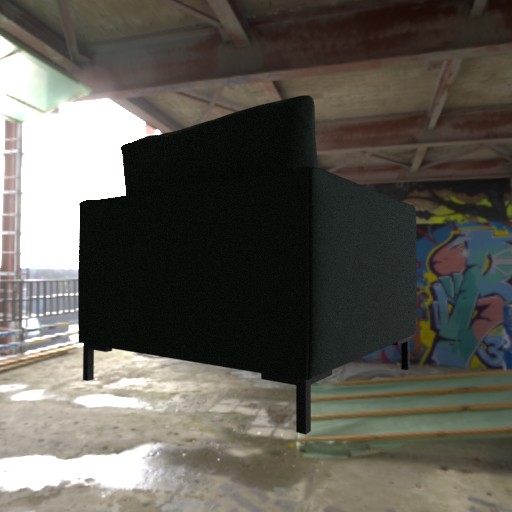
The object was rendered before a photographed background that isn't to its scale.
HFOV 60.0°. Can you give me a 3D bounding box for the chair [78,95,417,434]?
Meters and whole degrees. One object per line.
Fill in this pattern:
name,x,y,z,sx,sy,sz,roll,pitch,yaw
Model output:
chair,0.000,0.000,1.632,0.963,0.861,0.866,-1,-2,35
